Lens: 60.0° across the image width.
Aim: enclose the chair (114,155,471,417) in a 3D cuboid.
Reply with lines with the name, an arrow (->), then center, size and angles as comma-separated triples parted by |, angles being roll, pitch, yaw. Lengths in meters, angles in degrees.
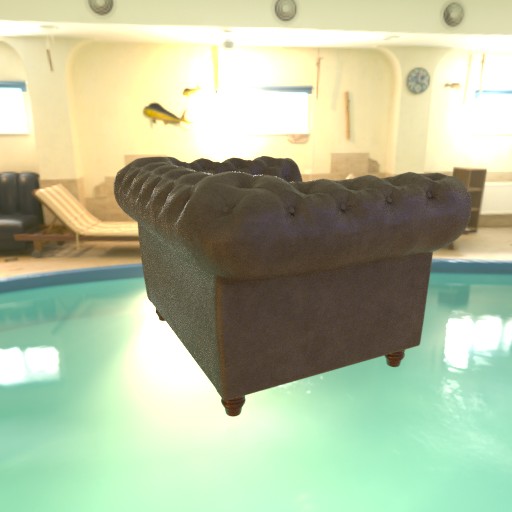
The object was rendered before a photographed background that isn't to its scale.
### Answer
chair -> 0.000, 0.000, 1.843 | 0.943, 0.780, 1.298 | -8, 18, -26
